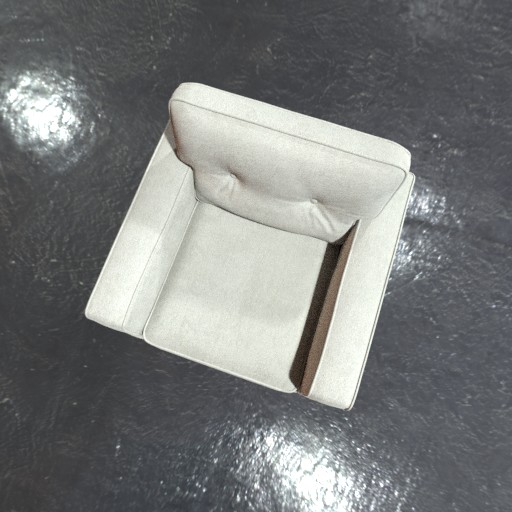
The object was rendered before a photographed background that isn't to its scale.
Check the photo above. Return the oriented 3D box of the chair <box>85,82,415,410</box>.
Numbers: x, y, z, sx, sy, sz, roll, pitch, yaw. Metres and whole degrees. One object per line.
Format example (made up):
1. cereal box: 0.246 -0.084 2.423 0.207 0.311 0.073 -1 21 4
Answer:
1. chair: 0.000 0.000 1.796 1.015 0.965 0.939 18 76 5
